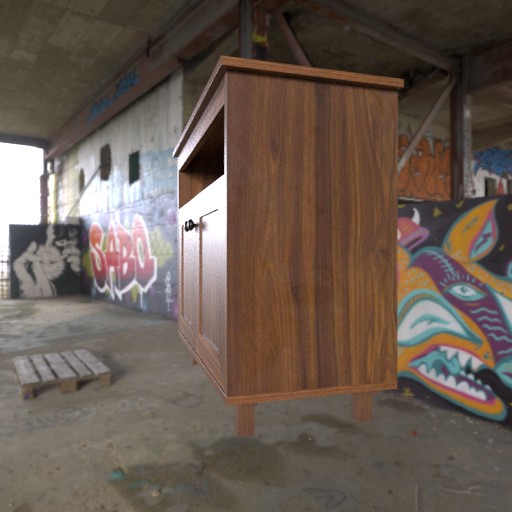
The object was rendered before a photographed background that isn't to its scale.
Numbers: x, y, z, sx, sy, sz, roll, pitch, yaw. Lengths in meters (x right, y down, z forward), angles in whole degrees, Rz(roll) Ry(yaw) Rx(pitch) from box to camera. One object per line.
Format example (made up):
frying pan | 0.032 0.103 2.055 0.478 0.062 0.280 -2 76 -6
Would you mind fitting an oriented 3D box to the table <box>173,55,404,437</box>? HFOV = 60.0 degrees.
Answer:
table | 0.000 0.000 1.234 0.390 0.725 0.802 0 0 -17
